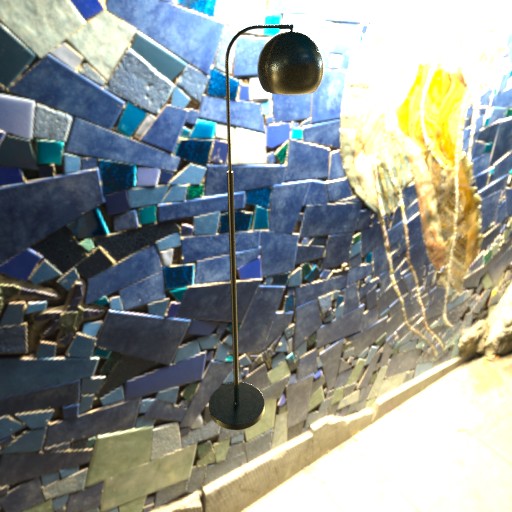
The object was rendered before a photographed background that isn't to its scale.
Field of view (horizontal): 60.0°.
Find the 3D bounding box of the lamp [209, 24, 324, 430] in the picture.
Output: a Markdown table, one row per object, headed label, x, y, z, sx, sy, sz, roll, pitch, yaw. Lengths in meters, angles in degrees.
| label | x | y | z | sx | sy | sz | roll | pitch | yaw |
| --- | --- | --- | --- | --- | --- | --- | --- | --- | --- |
| lamp | 0.000 | 0.000 | 1.647 | 0.431 | 1.526 | 0.250 | -9 | 30 | -17 |
